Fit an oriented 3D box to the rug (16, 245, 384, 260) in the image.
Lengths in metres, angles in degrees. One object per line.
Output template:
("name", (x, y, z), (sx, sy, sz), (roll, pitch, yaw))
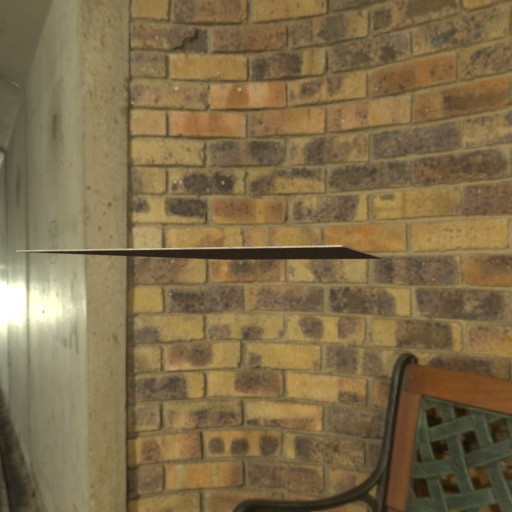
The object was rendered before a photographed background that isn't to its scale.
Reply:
("rug", (0.000, 0.000, 2.946), (1.507, 0.007, 2.433), (0, -2, 19))
